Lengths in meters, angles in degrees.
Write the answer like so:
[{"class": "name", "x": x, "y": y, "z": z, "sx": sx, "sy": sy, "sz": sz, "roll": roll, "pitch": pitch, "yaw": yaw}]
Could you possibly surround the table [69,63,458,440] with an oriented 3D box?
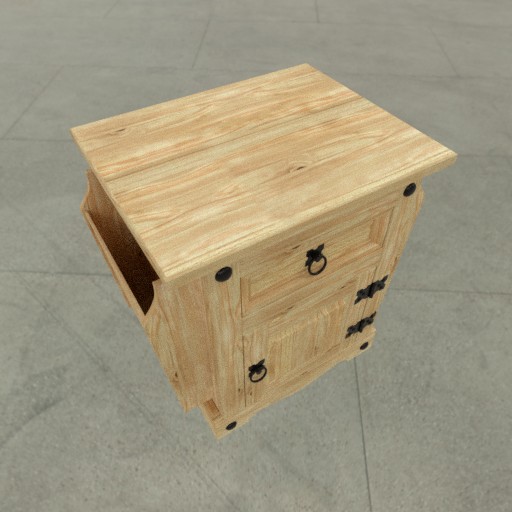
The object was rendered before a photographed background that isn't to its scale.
[{"class": "table", "x": 0.000, "y": 0.000, "z": 0.868, "sx": 0.530, "sy": 0.515, "sz": 0.380, "roll": -24, "pitch": 51, "yaw": -21}]
